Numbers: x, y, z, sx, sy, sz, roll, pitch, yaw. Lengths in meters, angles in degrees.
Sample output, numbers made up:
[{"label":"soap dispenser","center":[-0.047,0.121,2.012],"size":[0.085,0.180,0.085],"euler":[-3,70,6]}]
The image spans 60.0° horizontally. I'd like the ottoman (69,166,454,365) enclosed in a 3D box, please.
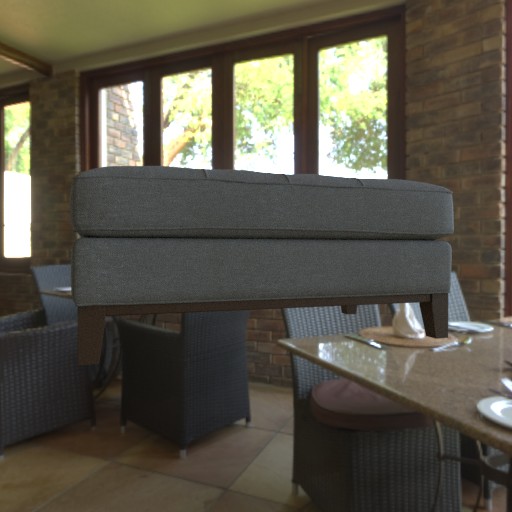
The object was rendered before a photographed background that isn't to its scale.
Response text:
[{"label":"ottoman","center":[0.000,0.000,1.514],"size":[1.143,0.514,0.648],"euler":[0,1,-18]}]
